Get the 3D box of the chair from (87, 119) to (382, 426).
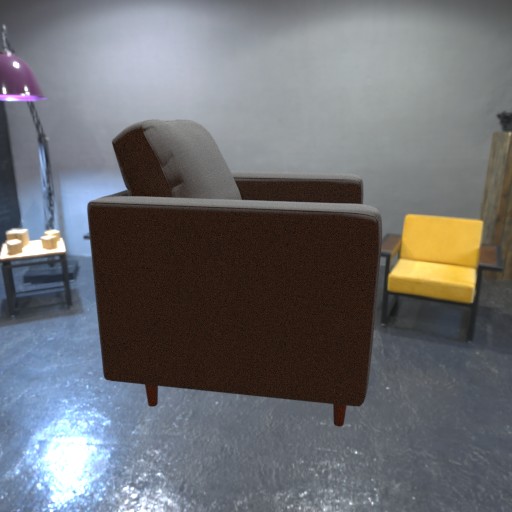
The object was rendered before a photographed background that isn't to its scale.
[{"bbox_3d":[0.000,0.000,1.573,0.800,0.927,0.854,3,17,9],"label":"chair"}]
